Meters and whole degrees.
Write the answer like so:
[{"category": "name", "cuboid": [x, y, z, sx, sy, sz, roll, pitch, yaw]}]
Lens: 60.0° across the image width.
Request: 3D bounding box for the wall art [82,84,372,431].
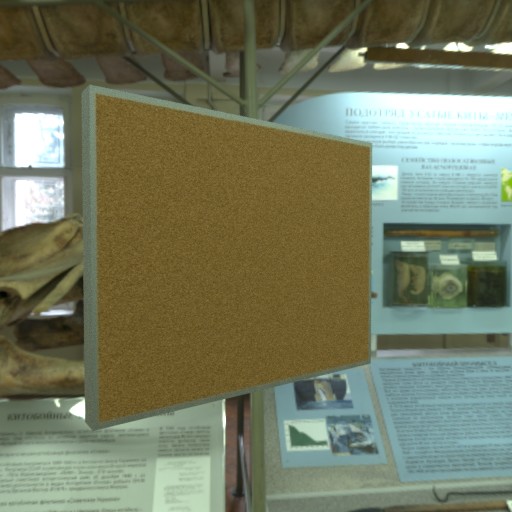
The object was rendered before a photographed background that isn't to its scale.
[{"category": "wall art", "cuboid": [0.000, 0.000, 0.755, 0.557, 0.450, 0.037, -1, 2, -36]}]
